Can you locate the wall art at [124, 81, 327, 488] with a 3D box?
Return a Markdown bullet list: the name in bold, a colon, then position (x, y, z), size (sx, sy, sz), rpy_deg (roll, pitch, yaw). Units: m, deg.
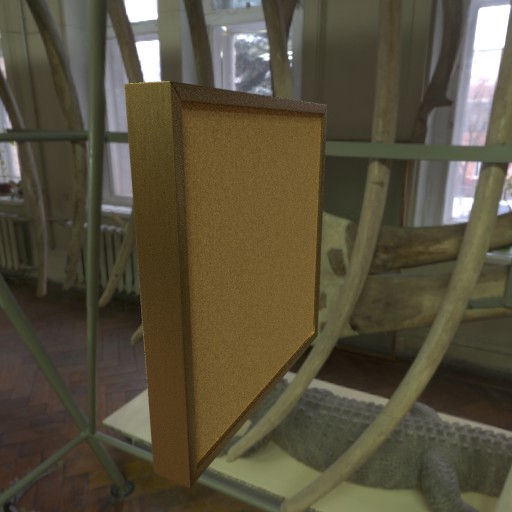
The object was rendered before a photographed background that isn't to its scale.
- **wall art**: position (0.000, 0.000, 0.451), size (0.037, 0.305, 0.305), rpy_deg (8, 18, 26)
